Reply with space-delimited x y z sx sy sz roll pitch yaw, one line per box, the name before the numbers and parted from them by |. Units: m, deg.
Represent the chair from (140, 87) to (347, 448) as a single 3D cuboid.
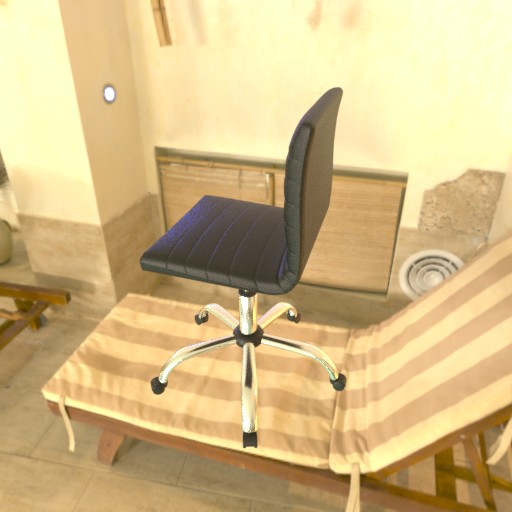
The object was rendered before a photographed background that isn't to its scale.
chair | 0.000 0.000 1.131 0.530 0.780 0.556 9 31 15
